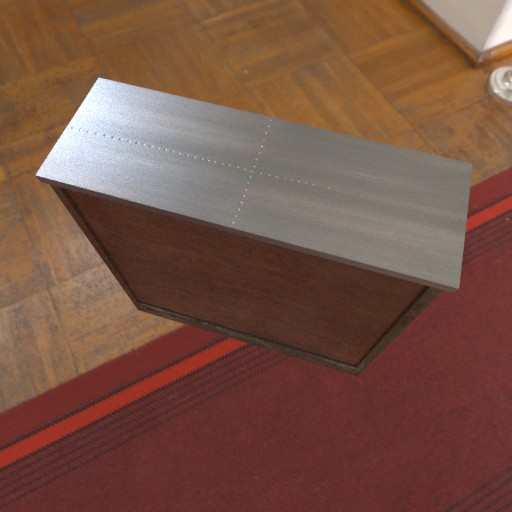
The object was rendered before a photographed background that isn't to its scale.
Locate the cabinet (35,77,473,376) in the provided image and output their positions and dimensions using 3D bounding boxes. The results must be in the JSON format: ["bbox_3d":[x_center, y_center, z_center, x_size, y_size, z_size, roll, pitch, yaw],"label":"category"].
[{"bbox_3d":[0.000,0.000,1.447,0.968,0.919,0.338,15,64,8],"label":"cabinet"}]
